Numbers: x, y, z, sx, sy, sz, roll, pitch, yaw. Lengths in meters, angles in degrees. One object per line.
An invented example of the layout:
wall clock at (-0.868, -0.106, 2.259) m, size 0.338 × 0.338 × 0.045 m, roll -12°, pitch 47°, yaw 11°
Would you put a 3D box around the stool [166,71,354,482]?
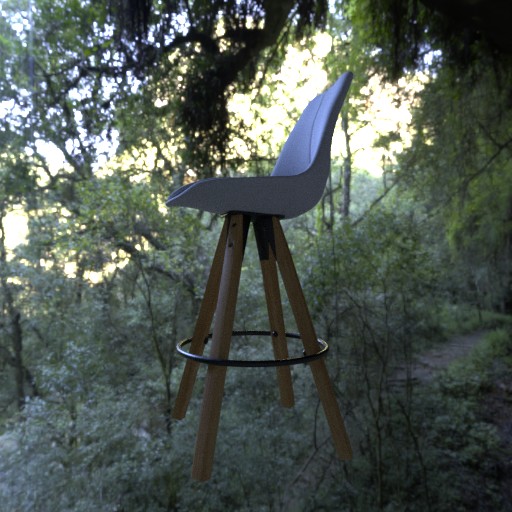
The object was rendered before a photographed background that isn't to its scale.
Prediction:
stool at (0.000, 0.000, 1.371) m, size 0.550 × 1.115 × 0.484 m, roll 0°, pitch 0°, yaw -17°
